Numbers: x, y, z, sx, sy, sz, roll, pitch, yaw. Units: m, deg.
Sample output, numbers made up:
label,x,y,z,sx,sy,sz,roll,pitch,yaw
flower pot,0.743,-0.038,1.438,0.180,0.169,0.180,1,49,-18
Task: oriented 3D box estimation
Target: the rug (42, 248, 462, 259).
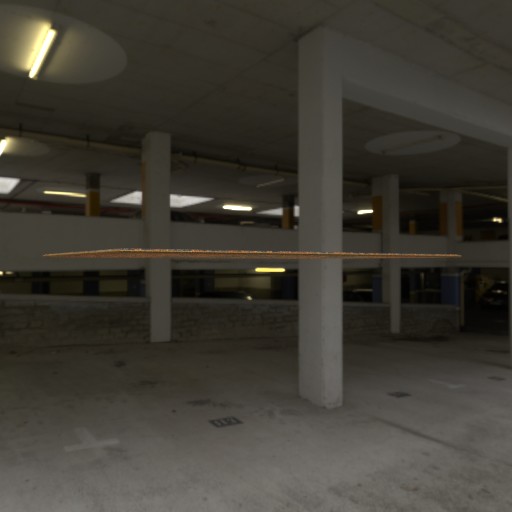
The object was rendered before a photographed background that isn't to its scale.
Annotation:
label,x,y,z,sx,sy,sz,roll,pitch,yaw
rug,0.000,0.000,2.213,1.758,0.013,1.148,1,-1,-35
